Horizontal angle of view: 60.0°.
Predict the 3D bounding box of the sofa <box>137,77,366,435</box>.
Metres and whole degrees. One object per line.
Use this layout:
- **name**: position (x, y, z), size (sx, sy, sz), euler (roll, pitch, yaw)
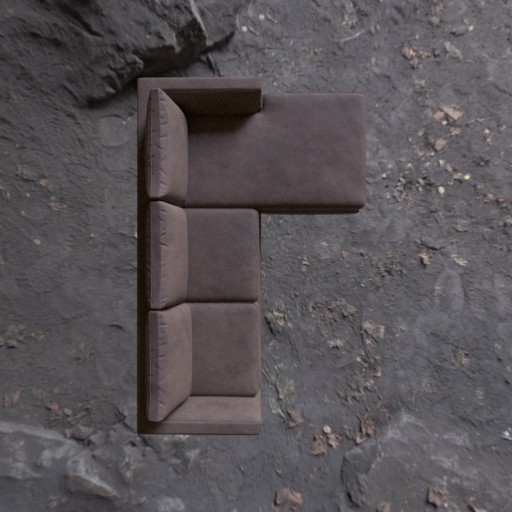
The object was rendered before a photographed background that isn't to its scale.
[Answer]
- **sofa**: position (0.000, 0.000, 3.257), size (1.622, 0.987, 2.438), euler (0, 90, 1)
